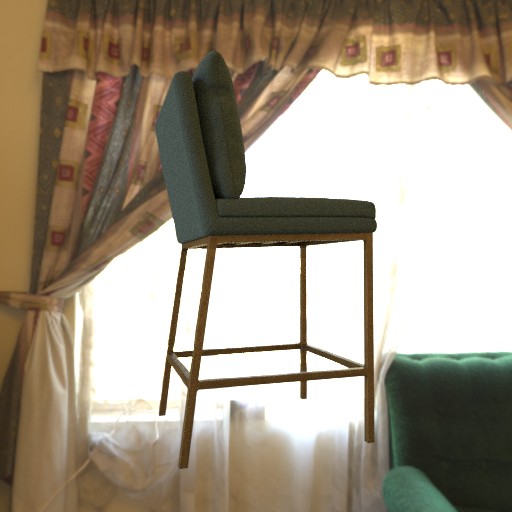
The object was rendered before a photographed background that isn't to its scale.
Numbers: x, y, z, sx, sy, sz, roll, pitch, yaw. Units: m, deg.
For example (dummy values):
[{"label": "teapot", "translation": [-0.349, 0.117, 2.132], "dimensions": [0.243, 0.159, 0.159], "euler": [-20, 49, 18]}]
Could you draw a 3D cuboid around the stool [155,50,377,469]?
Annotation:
[{"label": "stool", "translation": [0.000, 0.000, 1.355], "dimensions": [0.568, 1.032, 0.463], "euler": [1, -2, -19]}]
